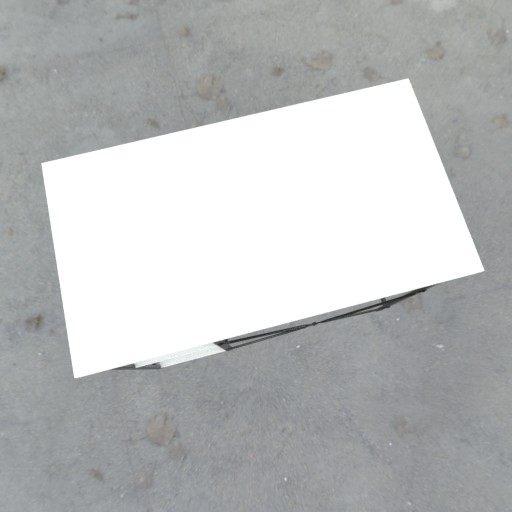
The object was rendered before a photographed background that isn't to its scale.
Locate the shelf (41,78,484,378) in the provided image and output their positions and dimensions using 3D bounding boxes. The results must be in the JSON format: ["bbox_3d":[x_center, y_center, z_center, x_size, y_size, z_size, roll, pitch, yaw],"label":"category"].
[{"bbox_3d":[0.000,0.000,1.362,0.902,0.750,0.498,-14,76,-4],"label":"shelf"}]
